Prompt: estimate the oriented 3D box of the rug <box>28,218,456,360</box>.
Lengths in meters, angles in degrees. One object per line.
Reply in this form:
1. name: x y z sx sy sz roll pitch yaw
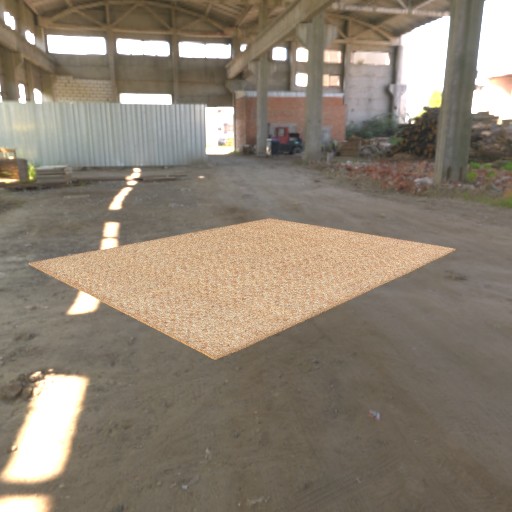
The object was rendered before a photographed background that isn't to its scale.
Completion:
1. rug: 0.000 0.000 3.979 2.439 0.013 3.048 14 20 42
